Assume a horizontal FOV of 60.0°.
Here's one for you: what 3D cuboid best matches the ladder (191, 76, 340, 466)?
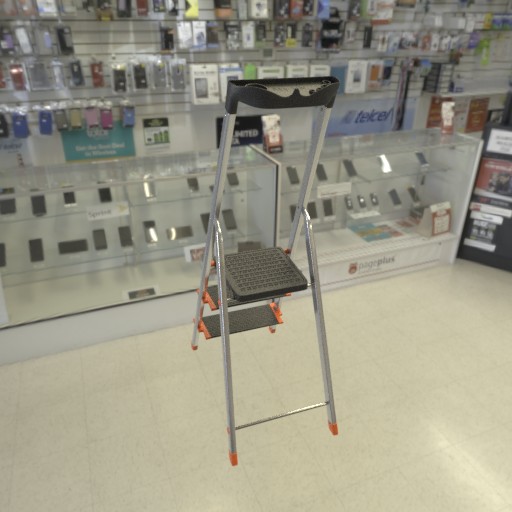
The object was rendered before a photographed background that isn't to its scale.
[{"bbox_3d":[0.000,0.000,1.584,0.416,1.229,0.686,-9,29,-17],"label":"ladder"}]
